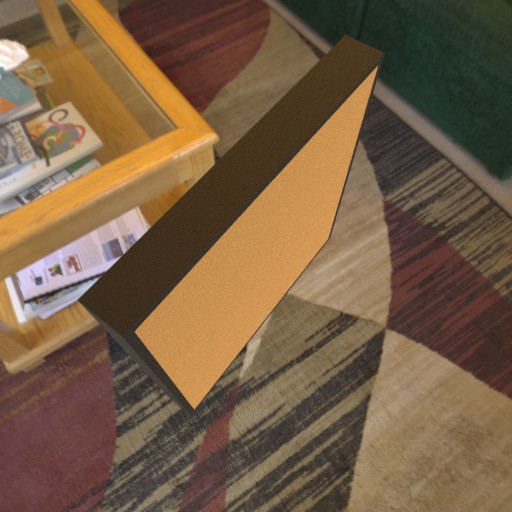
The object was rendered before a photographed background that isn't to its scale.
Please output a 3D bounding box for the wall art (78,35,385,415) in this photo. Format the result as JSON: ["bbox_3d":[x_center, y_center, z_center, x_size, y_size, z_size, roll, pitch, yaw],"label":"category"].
[{"bbox_3d":[0.000,0.000,0.450,0.038,0.304,0.304,34,67,16],"label":"wall art"}]
